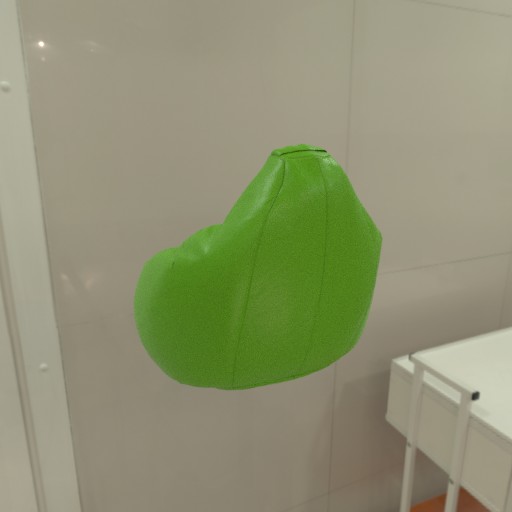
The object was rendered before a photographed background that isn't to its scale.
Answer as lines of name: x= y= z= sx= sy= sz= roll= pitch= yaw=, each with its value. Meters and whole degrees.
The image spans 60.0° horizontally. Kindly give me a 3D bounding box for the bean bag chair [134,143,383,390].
bean bag chair: x=0.000 y=0.000 z=1.988 sx=1.070 sy=0.990 sz=1.070 roll=-7 pitch=17 yaw=-25
